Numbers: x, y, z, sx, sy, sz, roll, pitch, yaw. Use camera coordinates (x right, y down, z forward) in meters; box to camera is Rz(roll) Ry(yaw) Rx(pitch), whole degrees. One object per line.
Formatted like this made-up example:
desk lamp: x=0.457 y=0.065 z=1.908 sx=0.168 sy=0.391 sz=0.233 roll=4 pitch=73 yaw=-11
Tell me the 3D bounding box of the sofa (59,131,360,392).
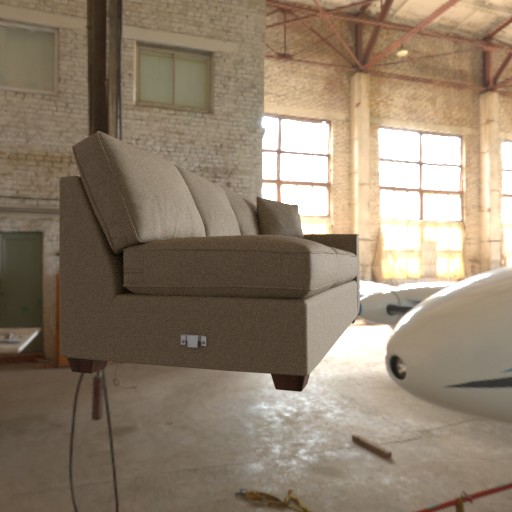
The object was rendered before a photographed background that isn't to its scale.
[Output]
sofa: x=0.000 y=0.000 z=2.503 sx=1.034 sy=0.946 sz=1.963 roll=0 pitch=-1 yaw=18
